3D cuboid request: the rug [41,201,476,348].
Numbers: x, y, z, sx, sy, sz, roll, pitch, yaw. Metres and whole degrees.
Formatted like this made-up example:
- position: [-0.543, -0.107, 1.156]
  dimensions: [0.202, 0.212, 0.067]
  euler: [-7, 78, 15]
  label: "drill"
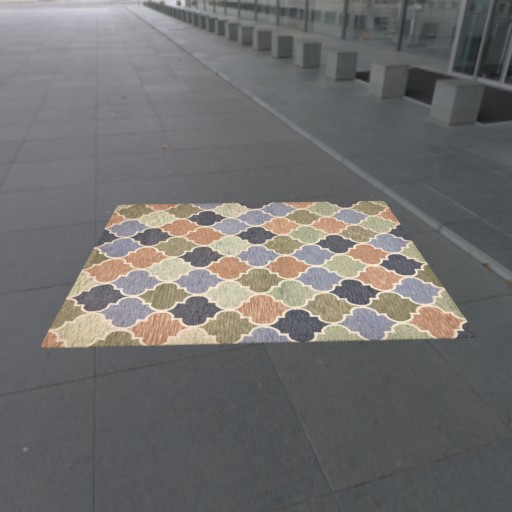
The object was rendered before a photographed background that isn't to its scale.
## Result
- position: [0.000, 0.000, 4.280]
  dimensions: [3.200, 0.013, 2.439]
  euler: [-1, 31, -2]
  label: "rug"
